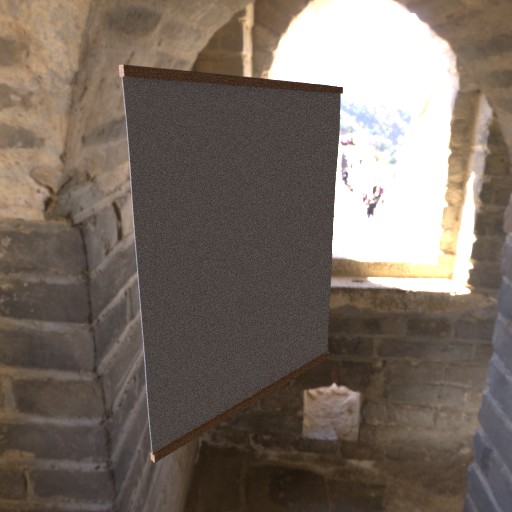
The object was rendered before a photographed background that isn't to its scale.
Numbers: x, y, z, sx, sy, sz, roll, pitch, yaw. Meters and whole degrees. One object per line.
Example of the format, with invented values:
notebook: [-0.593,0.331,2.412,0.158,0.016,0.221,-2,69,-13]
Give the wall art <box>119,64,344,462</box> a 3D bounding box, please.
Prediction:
wall art: [0.000,0.000,0.678,0.010,0.507,0.404,16,23,43]
